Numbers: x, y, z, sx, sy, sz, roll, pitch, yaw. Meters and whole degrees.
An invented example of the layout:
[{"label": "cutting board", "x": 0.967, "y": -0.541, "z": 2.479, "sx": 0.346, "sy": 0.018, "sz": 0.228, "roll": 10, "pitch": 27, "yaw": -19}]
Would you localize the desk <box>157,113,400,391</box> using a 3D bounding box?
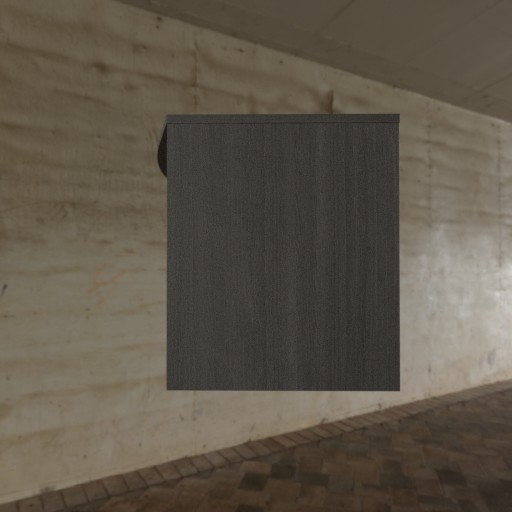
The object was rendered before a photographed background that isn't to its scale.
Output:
[{"label": "desk", "x": 0.000, "y": 0.000, "z": 2.001, "sx": 0.802, "sy": 0.750, "sz": 1.600, "roll": 0, "pitch": -1, "yaw": 1}]
